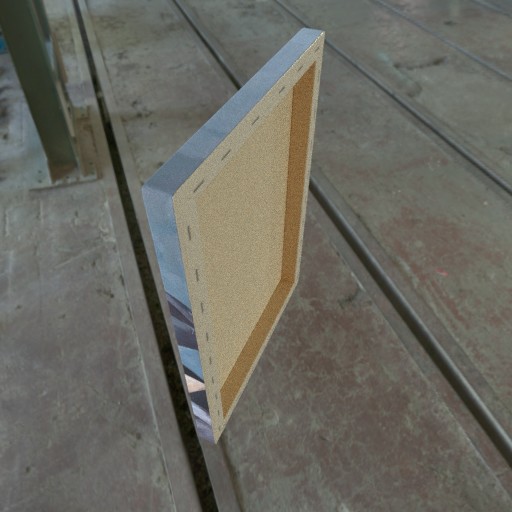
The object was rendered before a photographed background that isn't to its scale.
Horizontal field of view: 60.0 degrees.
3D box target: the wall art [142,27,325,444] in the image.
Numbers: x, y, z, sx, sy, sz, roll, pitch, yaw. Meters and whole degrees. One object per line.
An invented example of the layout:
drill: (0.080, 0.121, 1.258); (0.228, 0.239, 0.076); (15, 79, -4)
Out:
wall art: (0.000, 0.000, 0.783); (0.037, 0.613, 0.455); (18, 49, 16)
